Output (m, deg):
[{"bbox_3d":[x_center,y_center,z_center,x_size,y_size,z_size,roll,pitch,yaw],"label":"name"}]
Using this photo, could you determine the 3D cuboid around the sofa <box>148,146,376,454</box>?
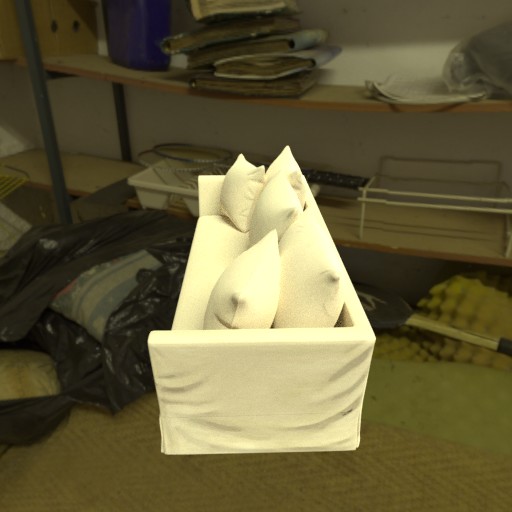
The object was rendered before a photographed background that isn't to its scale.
[{"bbox_3d":[0.000,0.000,3.075,1.030,1.042,2.484,-1,26,-1],"label":"sofa"}]
